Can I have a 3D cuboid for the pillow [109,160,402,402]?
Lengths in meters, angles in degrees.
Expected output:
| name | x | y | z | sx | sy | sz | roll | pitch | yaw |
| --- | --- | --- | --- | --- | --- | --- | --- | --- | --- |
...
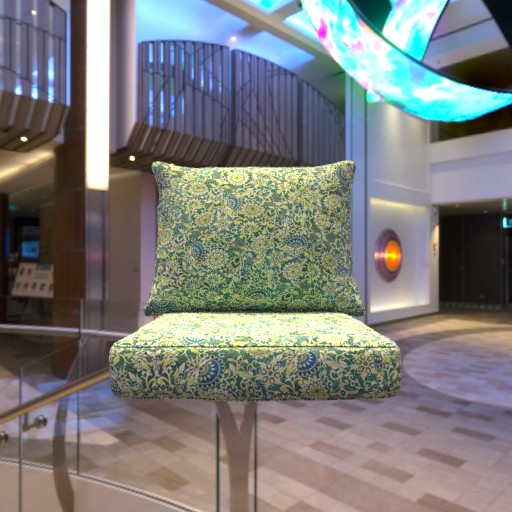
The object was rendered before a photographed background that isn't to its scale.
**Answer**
| name | x | y | z | sx | sy | sz | roll | pitch | yaw |
| --- | --- | --- | --- | --- | --- | --- | --- | --- | --- |
| pillow | 0.000 | 0.000 | 1.379 | 0.798 | 0.722 | 0.740 | 0 | 0 | 0 |
